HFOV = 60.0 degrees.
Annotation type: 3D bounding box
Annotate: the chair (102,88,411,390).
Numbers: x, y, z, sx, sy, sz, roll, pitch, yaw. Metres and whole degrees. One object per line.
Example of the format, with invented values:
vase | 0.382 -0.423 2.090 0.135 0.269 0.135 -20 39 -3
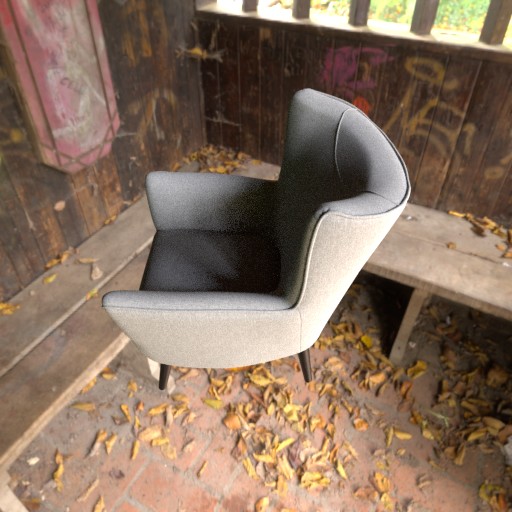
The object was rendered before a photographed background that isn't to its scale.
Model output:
chair | 0.000 0.000 1.602 0.888 0.933 0.781 0 41 0
